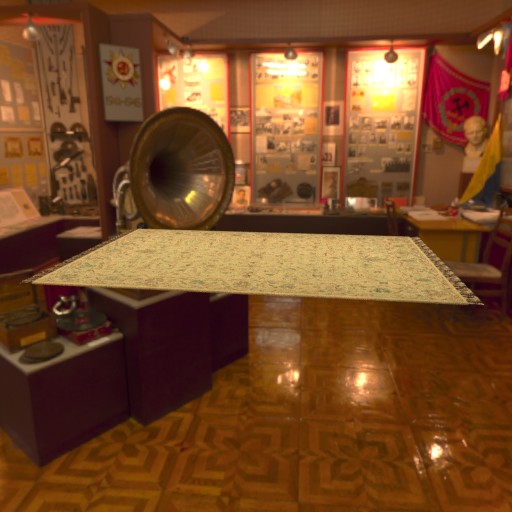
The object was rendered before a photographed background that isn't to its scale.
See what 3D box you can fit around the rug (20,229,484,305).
[{"bbox_3d":[0.000,0.000,3.016,2.435,0.010,1.544,2,15,8],"label":"rug"}]
